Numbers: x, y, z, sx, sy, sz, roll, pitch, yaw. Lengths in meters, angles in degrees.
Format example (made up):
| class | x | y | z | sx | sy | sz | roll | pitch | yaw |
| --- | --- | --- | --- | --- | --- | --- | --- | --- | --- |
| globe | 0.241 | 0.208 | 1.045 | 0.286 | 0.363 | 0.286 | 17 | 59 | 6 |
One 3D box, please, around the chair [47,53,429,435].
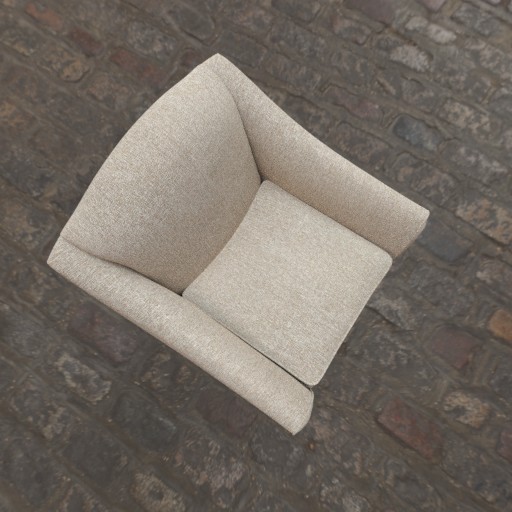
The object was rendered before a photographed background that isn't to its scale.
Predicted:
| class | x | y | z | sx | sy | sz | roll | pitch | yaw |
| --- | --- | --- | --- | --- | --- | --- | --- | --- | --- |
| chair | 0.000 | 0.000 | 1.421 | 0.787 | 0.839 | 0.763 | 33 | 77 | 8 |
